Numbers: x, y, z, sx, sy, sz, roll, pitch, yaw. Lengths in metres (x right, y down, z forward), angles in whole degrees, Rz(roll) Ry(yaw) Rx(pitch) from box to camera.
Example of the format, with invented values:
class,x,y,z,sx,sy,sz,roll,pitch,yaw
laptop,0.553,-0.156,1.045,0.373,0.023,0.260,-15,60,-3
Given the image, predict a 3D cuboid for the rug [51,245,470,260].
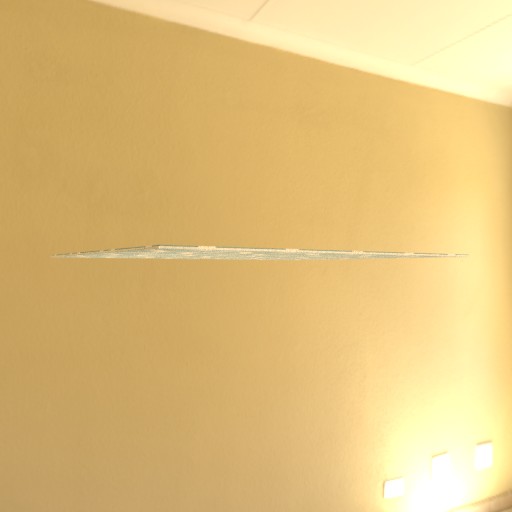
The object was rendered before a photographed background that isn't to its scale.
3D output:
class,x,y,z,sx,sy,sz,roll,pitch,yaw
rug,0.000,0.000,4.137,3.049,0.021,2.466,1,-2,-36
